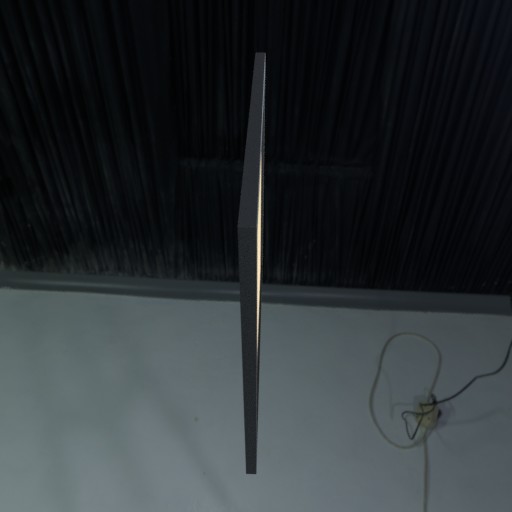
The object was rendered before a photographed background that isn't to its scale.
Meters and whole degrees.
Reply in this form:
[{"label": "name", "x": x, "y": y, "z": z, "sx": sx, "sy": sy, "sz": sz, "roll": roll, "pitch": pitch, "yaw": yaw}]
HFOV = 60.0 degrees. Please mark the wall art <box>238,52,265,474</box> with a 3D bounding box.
[{"label": "wall art", "x": 0.000, "y": 0.000, "z": 0.530, "sx": 0.012, "sy": 0.357, "sz": 0.358, "roll": 1, "pitch": 41, "yaw": 1}]
